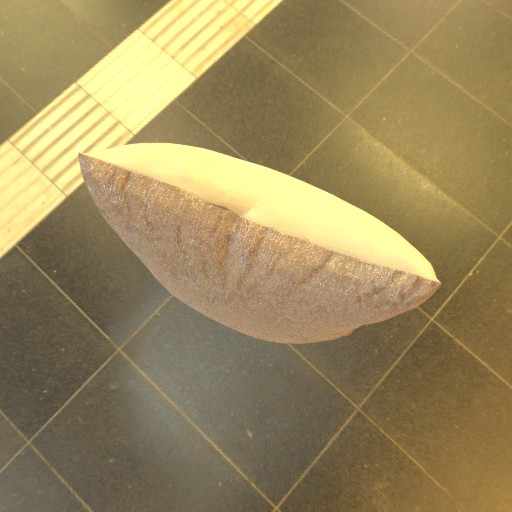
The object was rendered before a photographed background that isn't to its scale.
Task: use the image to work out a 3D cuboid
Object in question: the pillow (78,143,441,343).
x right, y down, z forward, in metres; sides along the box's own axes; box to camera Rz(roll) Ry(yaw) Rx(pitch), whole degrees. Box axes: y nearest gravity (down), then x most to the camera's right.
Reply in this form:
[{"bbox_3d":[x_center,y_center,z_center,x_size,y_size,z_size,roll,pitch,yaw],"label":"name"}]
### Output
[{"bbox_3d":[0.000,0.000,0.716,0.450,0.448,0.245,23,77,5],"label":"pillow"}]
